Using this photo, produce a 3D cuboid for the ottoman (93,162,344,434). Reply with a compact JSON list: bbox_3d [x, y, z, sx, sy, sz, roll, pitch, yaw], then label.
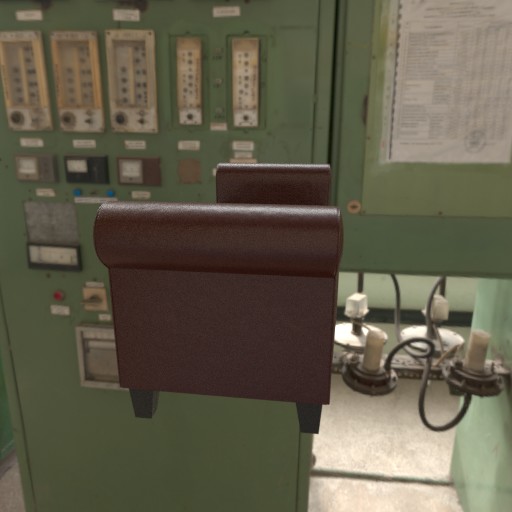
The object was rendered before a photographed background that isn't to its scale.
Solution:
[{"bbox_3d":[0.000,0.000,1.533,0.521,0.547,1.256,2,16,8],"label":"ottoman"}]
